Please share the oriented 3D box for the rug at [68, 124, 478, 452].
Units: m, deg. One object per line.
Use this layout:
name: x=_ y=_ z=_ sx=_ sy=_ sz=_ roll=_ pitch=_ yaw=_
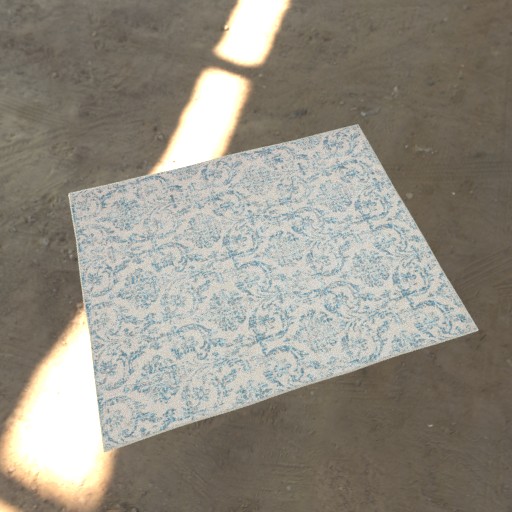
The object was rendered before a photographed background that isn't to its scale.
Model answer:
rug: x=0.000 y=0.000 z=3.864 sx=2.980 sy=0.012 sz=2.363 roll=-15 pitch=62 yaw=-8
